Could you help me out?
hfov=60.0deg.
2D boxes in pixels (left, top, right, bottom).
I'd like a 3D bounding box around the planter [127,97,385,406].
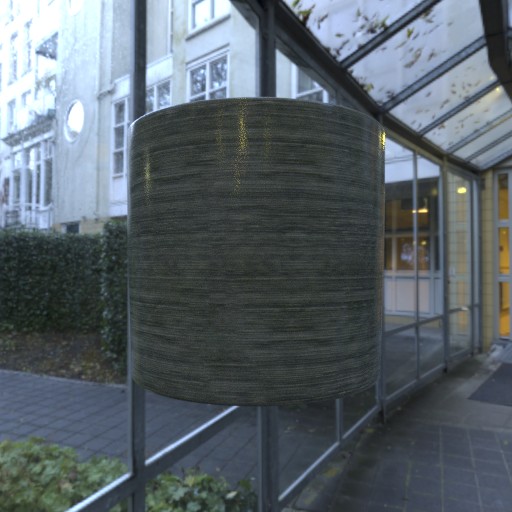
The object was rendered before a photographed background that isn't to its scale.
[{"bbox_3d":[0.000,0.000,0.394,0.221,0.201,0.221,0,-1,0],"label":"planter"}]
